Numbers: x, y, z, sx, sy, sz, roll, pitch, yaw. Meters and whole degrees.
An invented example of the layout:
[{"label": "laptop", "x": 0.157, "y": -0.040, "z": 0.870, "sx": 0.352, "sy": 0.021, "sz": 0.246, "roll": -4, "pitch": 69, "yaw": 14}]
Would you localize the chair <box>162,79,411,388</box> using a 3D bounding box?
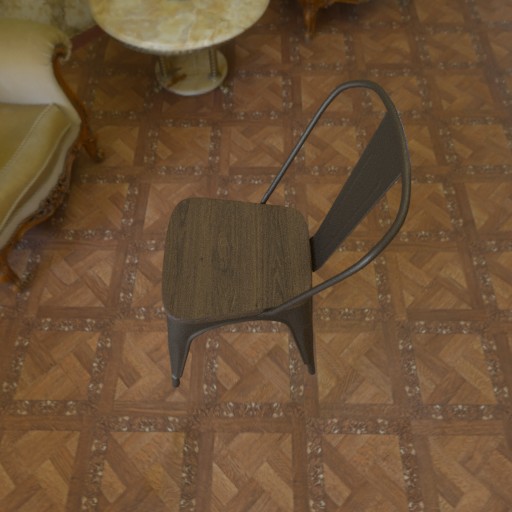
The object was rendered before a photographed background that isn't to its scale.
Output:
[{"label": "chair", "x": 0.000, "y": 0.000, "z": 1.146, "sx": 0.532, "sy": 0.844, "sz": 0.451, "roll": -1, "pitch": 59, "yaw": 0}]
